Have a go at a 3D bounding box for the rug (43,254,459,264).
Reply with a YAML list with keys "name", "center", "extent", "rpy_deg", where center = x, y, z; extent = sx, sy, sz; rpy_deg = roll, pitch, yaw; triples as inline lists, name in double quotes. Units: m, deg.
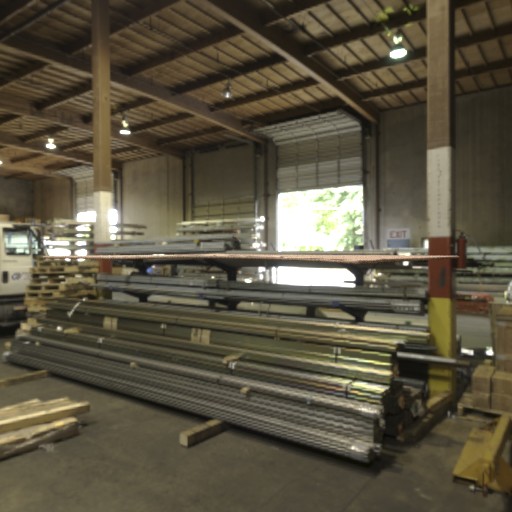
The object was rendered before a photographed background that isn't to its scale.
- name: "rug"
  center: [0.000, 0.000, 4.126]
  extent: [3.052, 0.043, 2.453]
  rpy_deg: [0, 1, 36]
